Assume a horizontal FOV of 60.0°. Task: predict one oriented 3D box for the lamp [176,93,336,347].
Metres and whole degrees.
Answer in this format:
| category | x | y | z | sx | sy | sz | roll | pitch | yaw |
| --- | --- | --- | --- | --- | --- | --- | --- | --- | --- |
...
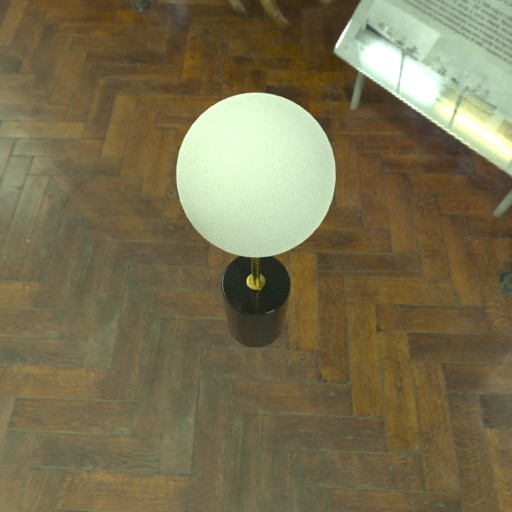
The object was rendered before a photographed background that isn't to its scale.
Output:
| category | x | y | z | sx | sy | sz | roll | pitch | yaw |
| --- | --- | --- | --- | --- | --- | --- | --- | --- | --- |
| lamp | 0.000 | 0.000 | 0.576 | 0.153 | 0.480 | 0.153 | 0 | 62 | 0 |
